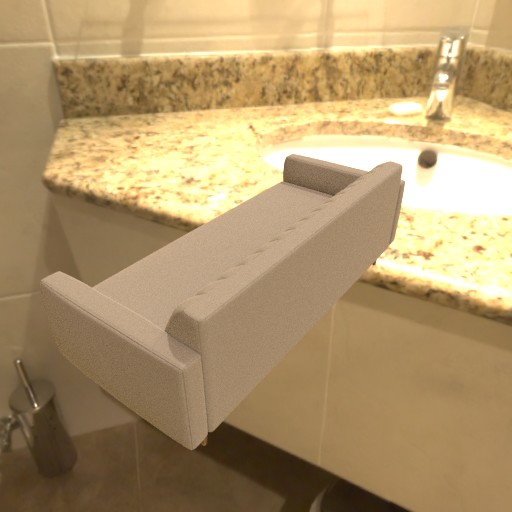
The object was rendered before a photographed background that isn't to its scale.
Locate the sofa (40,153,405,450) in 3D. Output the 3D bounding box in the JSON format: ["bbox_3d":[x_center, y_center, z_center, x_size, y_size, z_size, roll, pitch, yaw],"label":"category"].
[{"bbox_3d":[0.000,0.000,2.736,0.990,0.821,2.291,22,38,30],"label":"sofa"}]
